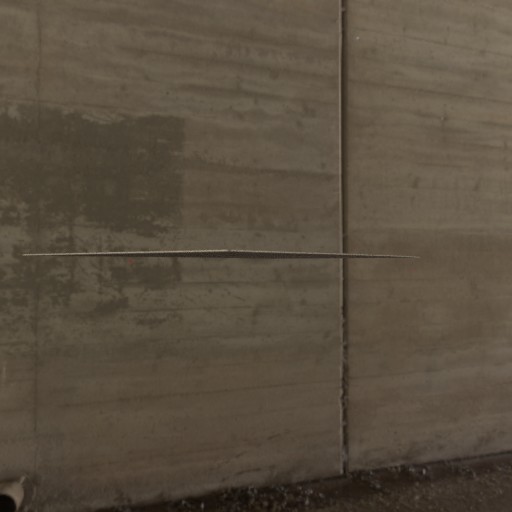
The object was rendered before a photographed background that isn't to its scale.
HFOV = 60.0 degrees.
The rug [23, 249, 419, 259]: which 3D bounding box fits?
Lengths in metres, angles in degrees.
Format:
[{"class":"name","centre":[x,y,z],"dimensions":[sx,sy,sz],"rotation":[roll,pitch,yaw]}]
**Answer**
[{"class":"rug","centre":[0.000,0.000,3.052],"dimensions":[1.529,0.012,2.435],"rotation":[-1,-1,36]}]
